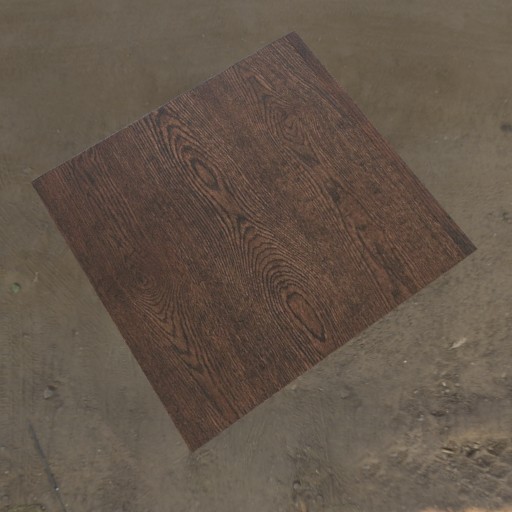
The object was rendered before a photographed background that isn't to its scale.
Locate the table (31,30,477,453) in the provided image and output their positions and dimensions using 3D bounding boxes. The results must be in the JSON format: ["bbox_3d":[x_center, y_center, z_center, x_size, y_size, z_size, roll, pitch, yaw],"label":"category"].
[{"bbox_3d":[0.000,0.000,1.004,0.566,0.582,0.506,-33,78,-8],"label":"table"}]
